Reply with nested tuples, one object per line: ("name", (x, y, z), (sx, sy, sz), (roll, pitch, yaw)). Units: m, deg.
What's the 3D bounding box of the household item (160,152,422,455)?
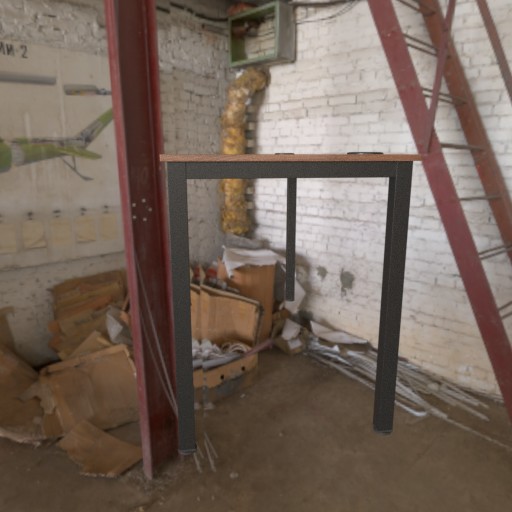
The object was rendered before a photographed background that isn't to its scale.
("household item", (0.000, 0.000, 1.651), (0.600, 0.750, 1.200), (-2, 13, -9))
